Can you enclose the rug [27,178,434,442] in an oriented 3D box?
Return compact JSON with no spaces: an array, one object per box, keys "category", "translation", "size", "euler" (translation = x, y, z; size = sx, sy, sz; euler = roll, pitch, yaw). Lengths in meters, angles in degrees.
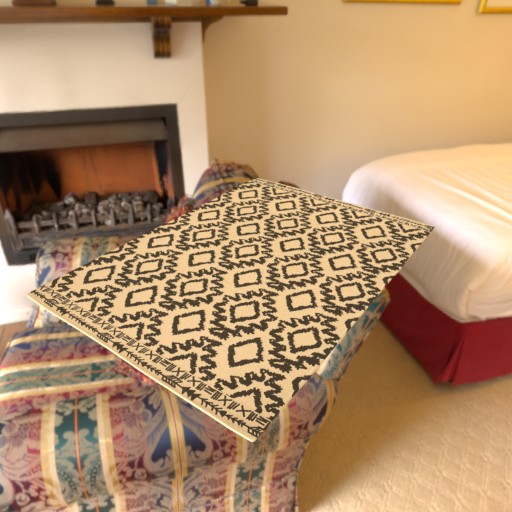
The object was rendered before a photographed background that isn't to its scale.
[{"category":"rug","translation":[0.000,0.000,4.324],"size":[2.444,0.036,3.369],"euler":[21,37,30]}]
